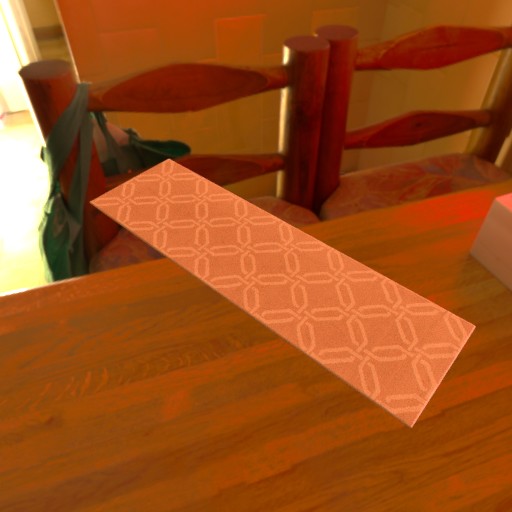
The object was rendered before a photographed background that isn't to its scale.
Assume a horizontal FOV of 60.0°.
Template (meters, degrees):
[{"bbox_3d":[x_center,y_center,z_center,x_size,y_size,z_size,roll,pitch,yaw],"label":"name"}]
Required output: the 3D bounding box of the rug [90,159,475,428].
[{"bbox_3d":[0.000,0.000,2.527,2.276,0.014,0.678,32,53,28],"label":"rug"}]
